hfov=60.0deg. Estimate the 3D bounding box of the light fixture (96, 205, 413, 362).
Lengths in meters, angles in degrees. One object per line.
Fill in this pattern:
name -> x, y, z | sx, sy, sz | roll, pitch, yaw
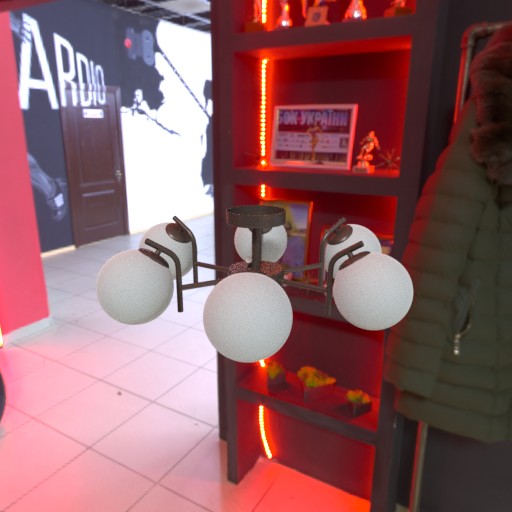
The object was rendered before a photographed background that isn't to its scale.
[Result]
light fixture -> 0.000, 0.000, 0.957 | 0.662, 0.201, 0.662 | 0, 16, 0
